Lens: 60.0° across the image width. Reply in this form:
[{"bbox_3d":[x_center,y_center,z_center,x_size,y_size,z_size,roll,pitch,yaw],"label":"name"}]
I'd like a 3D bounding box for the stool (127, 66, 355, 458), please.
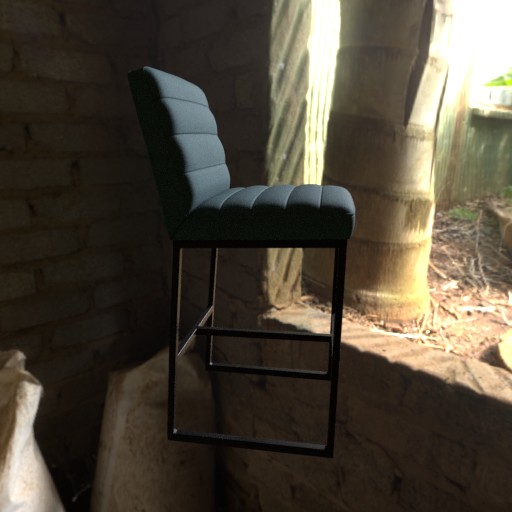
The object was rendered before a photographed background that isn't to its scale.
[{"bbox_3d":[0.000,0.000,1.358,0.560,1.040,0.460,2,15,9],"label":"stool"}]
